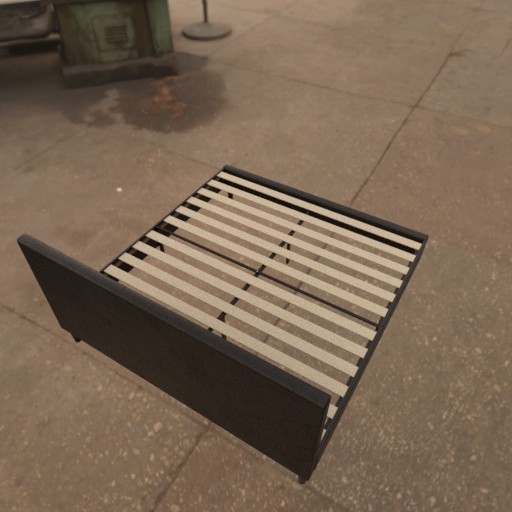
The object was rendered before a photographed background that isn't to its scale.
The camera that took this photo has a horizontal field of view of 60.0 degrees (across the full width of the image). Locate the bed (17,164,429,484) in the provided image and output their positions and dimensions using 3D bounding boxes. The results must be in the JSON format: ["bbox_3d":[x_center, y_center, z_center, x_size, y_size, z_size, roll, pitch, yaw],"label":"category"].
[{"bbox_3d":[0.000,0.000,3.258,2.018,1.046,2.152,23,49,22],"label":"bed"}]
